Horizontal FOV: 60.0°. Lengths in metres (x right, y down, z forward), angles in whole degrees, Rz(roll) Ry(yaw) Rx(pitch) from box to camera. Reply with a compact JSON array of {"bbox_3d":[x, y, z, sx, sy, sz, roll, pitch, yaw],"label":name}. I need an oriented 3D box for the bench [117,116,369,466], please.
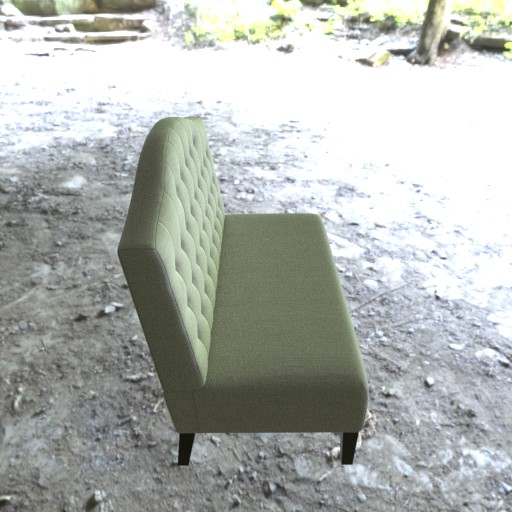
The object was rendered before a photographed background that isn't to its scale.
[{"bbox_3d":[0.000,0.000,2.017,0.815,1.180,1.335,0,33,0],"label":"bench"}]
